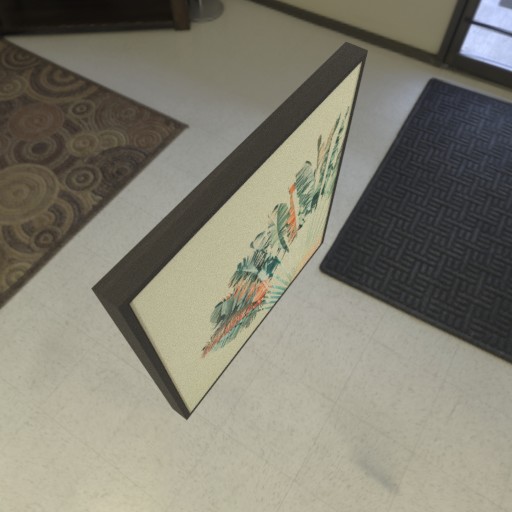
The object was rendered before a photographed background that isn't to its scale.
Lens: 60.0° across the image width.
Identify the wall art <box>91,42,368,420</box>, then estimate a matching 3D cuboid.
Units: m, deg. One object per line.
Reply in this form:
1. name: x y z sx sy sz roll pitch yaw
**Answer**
1. wall art: 0.000 0.000 0.758 0.037 0.507 0.509 31 63 18
